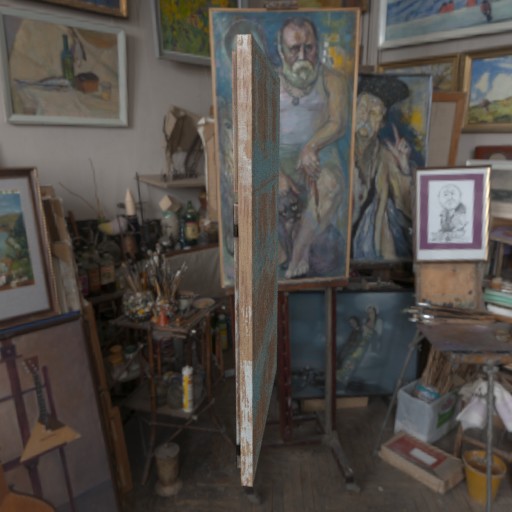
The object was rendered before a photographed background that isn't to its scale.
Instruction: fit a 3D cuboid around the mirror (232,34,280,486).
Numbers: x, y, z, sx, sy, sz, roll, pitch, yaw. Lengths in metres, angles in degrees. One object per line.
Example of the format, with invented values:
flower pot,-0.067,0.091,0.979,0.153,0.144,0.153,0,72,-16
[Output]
mirror,0.000,0.000,1.494,0.083,1.213,0.707,2,14,8
